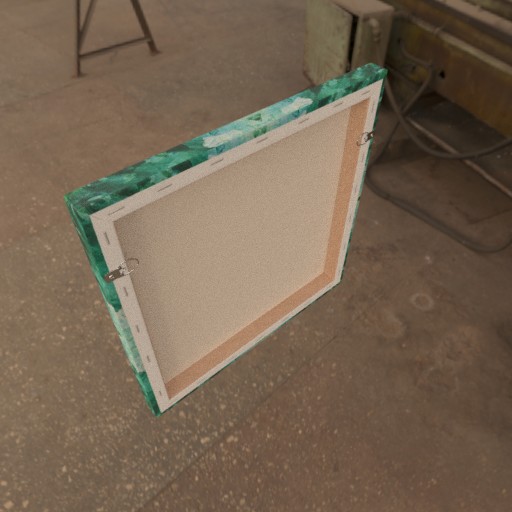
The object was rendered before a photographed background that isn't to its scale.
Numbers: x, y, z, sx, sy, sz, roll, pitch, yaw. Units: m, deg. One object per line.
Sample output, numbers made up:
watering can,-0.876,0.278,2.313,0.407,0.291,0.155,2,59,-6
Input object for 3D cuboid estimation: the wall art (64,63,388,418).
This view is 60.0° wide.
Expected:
wall art,0.000,0.000,0.756,0.507,0.508,0.038,-32,54,-26
